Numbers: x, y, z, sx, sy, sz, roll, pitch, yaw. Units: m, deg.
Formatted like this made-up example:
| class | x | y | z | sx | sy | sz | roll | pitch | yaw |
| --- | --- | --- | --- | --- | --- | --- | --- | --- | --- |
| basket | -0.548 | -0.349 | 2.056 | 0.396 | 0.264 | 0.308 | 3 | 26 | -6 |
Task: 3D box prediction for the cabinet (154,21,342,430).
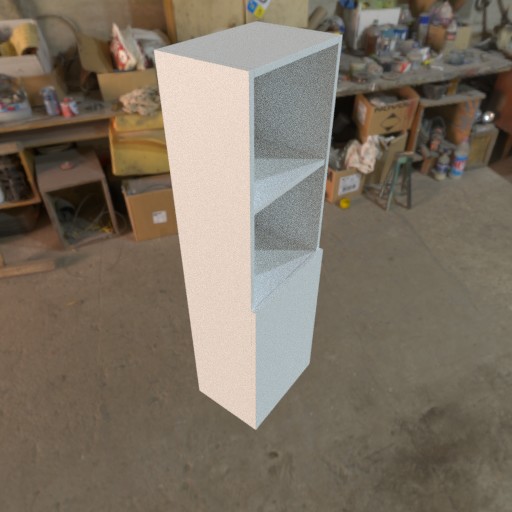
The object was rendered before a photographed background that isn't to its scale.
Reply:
| class | x | y | z | sx | sy | sz | roll | pitch | yaw |
| --- | --- | --- | --- | --- | --- | --- | --- | --- | --- |
| cabinet | 0.000 | 0.000 | 1.516 | 0.300 | 1.350 | 0.400 | 25 | 45 | 28 |
